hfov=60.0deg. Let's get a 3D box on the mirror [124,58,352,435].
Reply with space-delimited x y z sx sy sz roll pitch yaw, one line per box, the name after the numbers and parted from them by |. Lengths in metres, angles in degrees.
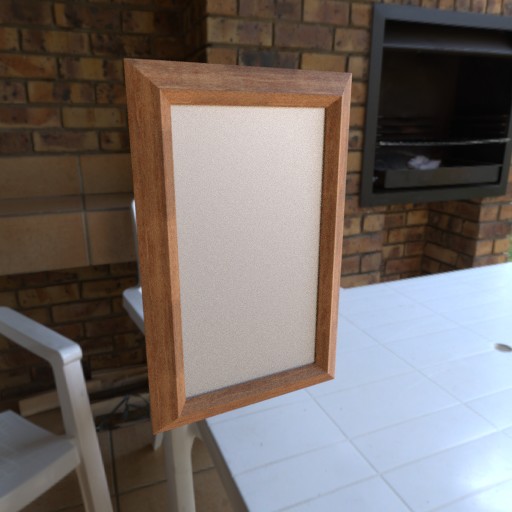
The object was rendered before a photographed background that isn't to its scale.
0.000 0.000 1.269 0.651 1.010 0.047 -8 18 -26 | mirror
